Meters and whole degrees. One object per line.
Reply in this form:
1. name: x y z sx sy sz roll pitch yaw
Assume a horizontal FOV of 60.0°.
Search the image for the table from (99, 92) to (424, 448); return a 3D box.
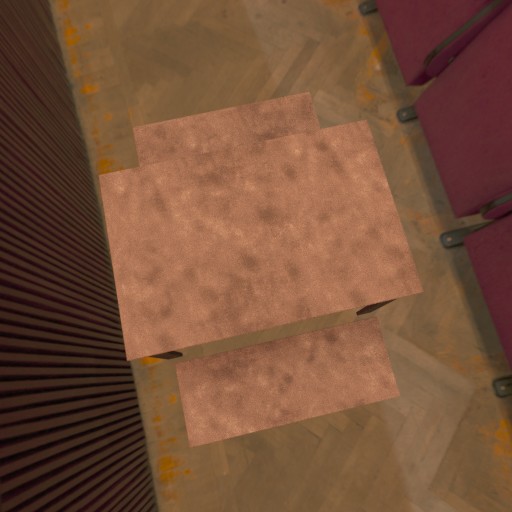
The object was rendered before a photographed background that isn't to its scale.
1. table: 0.000 0.000 2.023 1.100 0.700 1.443 -13 76 -3
